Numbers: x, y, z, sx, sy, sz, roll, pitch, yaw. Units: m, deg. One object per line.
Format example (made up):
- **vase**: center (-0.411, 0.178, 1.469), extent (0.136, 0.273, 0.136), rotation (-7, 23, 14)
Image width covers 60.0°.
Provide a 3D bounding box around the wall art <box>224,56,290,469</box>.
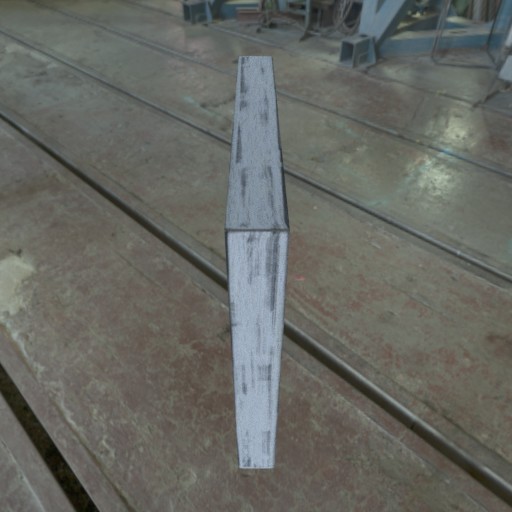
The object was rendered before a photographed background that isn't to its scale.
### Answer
- **wall art**: center (0.000, 0.000, 0.460), extent (0.036, 0.303, 0.303), rotation (0, 41, 0)
